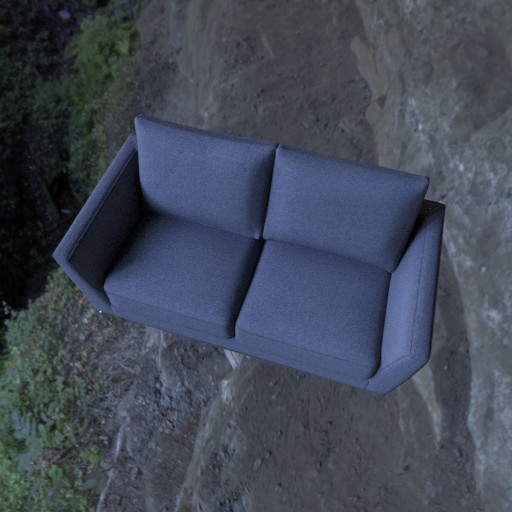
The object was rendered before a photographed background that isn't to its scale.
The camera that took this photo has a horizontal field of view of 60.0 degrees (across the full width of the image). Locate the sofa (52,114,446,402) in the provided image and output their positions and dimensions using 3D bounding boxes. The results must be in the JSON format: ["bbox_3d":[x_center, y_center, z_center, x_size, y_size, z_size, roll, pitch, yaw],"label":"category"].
[{"bbox_3d":[0.000,0.000,2.153,1.594,0.924,0.803,15,59,9],"label":"sofa"}]
